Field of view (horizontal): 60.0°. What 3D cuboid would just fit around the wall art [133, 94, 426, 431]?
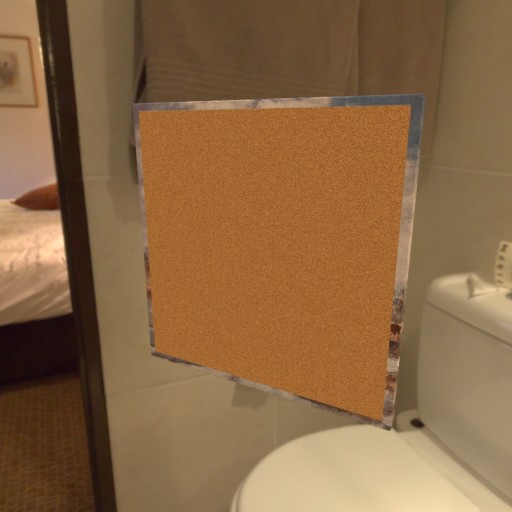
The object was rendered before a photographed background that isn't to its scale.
[{"bbox_3d":[0.000,0.000,1.348,0.888,0.897,0.035,9,18,28],"label":"wall art"}]
